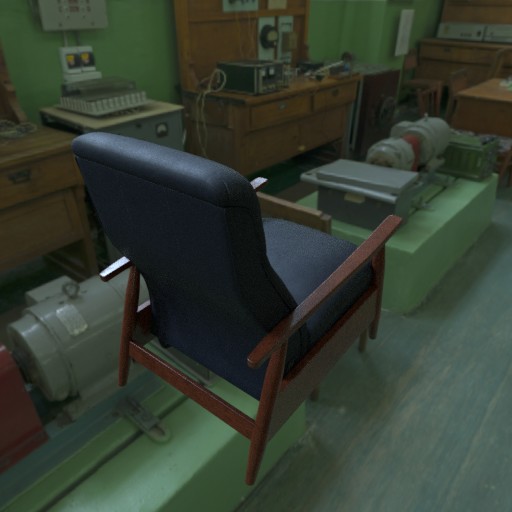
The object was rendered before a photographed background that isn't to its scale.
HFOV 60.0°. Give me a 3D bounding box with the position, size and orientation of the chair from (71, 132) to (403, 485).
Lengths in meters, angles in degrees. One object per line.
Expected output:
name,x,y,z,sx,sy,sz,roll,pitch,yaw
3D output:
chair,0.000,0.000,1.737,0.762,1.082,1.014,22,37,32
